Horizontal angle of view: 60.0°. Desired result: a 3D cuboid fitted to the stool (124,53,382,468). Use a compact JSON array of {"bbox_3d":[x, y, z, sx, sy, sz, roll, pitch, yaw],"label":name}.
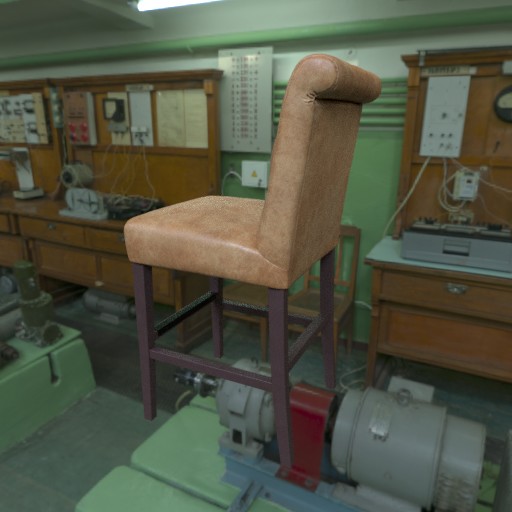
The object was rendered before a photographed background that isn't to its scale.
[{"bbox_3d":[0.000,0.000,1.337,0.601,1.047,0.493,8,19,25],"label":"stool"}]
